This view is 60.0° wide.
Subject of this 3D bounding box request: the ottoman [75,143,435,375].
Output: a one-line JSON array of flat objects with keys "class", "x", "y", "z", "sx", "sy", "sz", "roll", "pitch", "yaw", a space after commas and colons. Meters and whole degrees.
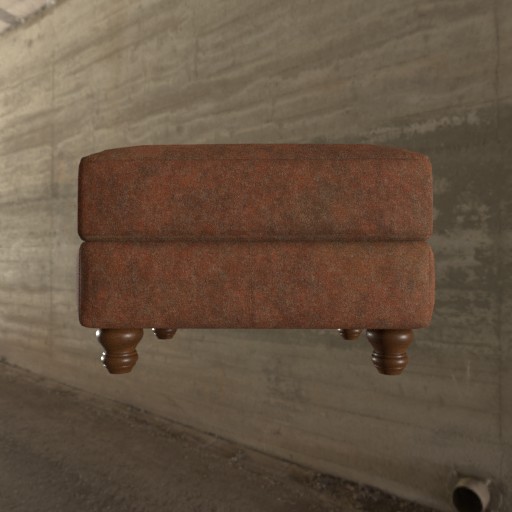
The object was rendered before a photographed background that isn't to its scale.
[{"class": "ottoman", "x": 0.000, "y": 0.000, "z": 1.175, "sx": 0.787, "sy": 0.508, "sz": 0.635, "roll": 0, "pitch": -1, "yaw": 1}]
